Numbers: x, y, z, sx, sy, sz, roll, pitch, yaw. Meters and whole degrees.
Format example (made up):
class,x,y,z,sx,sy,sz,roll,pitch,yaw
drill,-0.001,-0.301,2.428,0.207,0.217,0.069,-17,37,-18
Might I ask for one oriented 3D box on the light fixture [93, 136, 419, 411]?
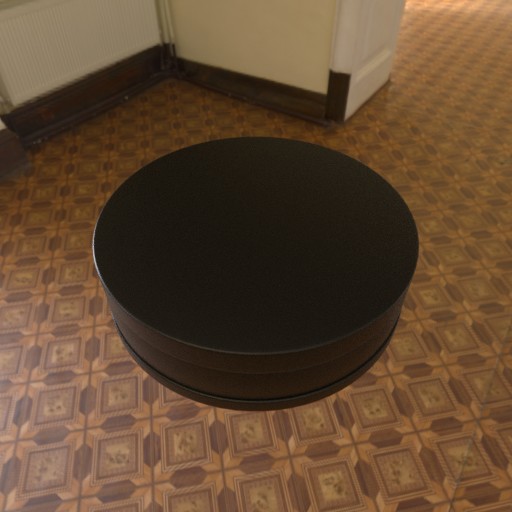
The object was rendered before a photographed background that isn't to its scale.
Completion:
class,x,y,z,sx,sy,sz,roll,pitch,yaw
light fixture,0.000,0.000,0.426,0.283,0.097,0.283,0,45,0
